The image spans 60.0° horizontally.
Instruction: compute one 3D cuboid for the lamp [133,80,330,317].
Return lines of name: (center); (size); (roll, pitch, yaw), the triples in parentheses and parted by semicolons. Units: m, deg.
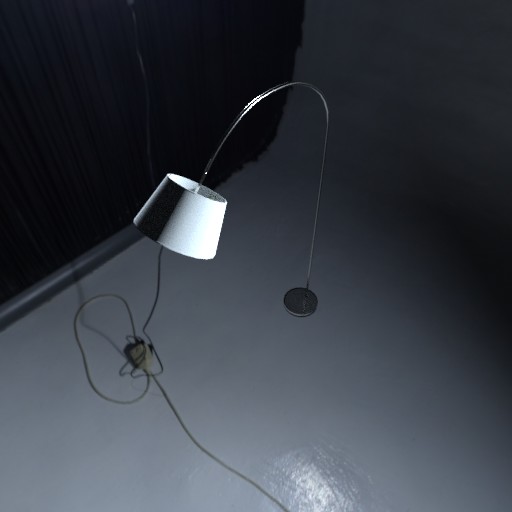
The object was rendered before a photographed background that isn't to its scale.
lamp: (0.000, 0.000, 2.776); (0.406, 2.098, 1.445); (33, 55, 27)
